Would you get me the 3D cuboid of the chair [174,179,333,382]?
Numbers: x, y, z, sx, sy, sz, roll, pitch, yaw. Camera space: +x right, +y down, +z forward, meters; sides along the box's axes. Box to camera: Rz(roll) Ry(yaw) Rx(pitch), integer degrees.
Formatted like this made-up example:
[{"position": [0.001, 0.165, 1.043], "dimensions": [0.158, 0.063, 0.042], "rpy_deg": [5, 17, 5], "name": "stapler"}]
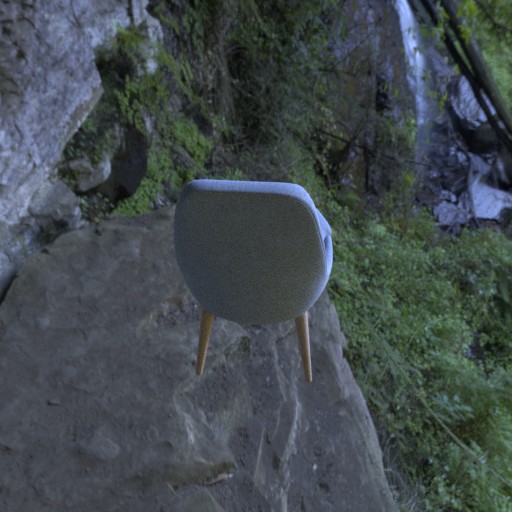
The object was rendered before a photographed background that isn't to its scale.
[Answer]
[{"position": [0.000, 0.000, 1.399], "dimensions": [0.510, 1.040, 0.660], "rpy_deg": [3, 47, 3], "name": "chair"}]
